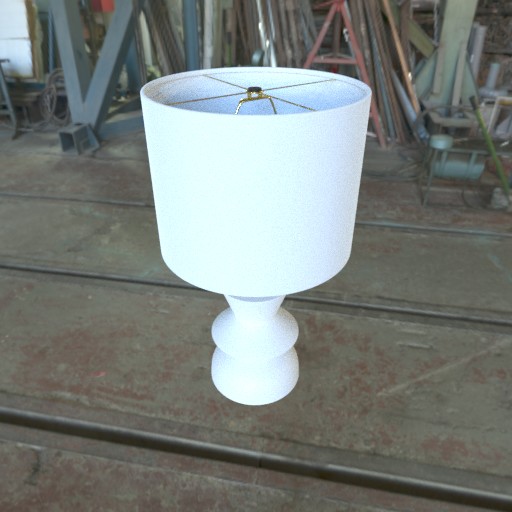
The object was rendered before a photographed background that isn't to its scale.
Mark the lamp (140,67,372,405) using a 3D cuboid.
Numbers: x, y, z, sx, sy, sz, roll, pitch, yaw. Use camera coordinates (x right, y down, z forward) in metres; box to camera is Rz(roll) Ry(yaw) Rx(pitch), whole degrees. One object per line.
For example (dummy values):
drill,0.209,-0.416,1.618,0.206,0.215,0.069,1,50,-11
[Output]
lamp,0.000,0.000,0.730,0.301,0.533,0.301,-20,37,-29
